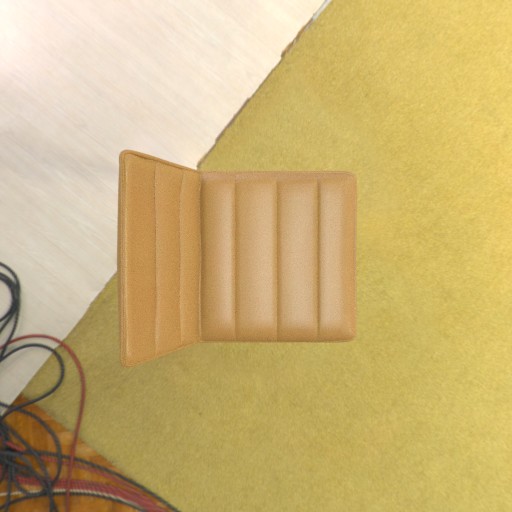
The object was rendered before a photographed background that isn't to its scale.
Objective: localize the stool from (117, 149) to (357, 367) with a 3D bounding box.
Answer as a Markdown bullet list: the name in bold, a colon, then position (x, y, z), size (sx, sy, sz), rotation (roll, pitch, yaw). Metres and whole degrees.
- **stool**: position (0.000, 0.000, 1.199), size (0.524, 0.866, 0.489), rotation (0, 91, -1)
